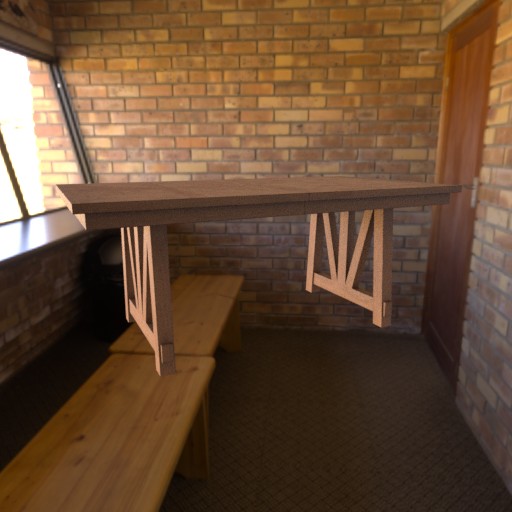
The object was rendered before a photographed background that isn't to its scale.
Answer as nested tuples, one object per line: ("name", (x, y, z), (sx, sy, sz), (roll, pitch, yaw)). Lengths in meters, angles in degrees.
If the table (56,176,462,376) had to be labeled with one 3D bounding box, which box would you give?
("table", (0.000, 0.000, 2.418), (1.881, 0.768, 1.016), (-7, 15, -26))
